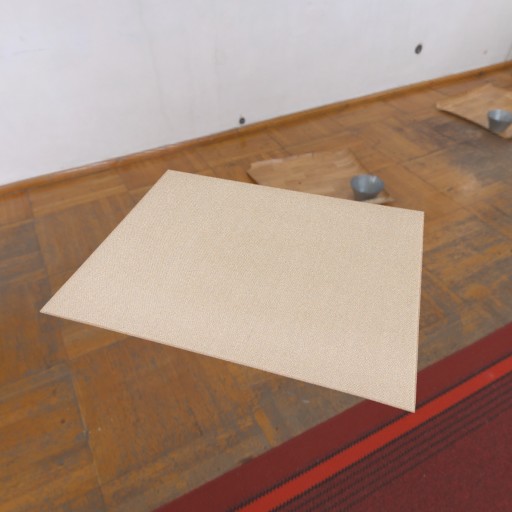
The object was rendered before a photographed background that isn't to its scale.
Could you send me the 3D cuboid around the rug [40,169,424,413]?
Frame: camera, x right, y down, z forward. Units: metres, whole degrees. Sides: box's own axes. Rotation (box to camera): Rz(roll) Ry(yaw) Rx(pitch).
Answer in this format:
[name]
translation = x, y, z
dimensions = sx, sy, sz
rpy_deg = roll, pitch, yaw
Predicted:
[rug]
translation = 0.000, 0.000, 4.242
dimensions = 3.039, 0.018, 2.462
rpy_deg = 12, 42, 13
